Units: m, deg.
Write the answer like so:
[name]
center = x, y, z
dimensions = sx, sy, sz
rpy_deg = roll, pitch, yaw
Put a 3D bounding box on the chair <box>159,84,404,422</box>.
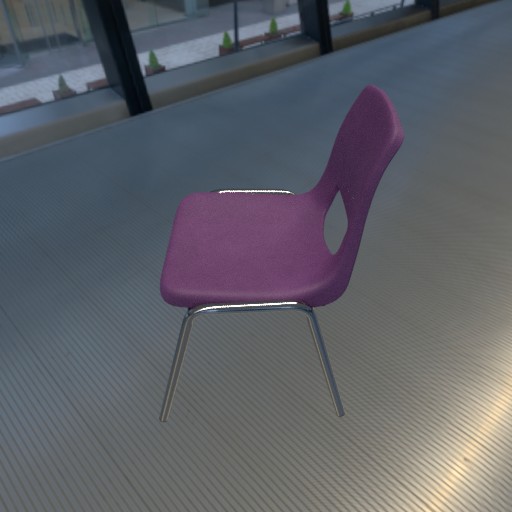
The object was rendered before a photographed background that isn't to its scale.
[chair]
center = 0.000, 0.000, 0.916
dimensions = 0.432, 0.654, 0.381
rpy_deg = 0, 41, 0
